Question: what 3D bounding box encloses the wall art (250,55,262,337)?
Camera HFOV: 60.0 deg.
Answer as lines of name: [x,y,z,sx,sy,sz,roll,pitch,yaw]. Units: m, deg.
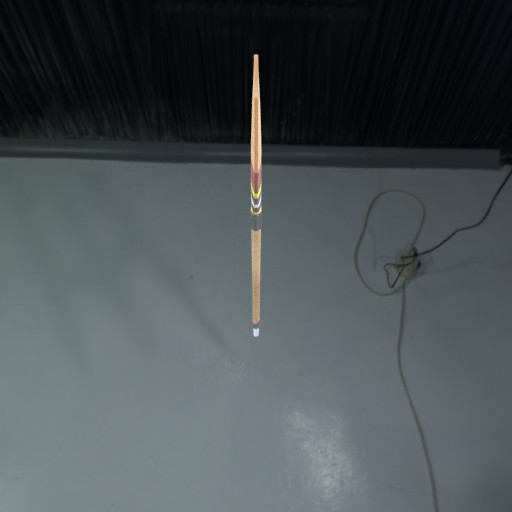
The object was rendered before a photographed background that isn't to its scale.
wall art: [0.000,0.000,1.646,0.038,1.556,0.146,0,58,0]
